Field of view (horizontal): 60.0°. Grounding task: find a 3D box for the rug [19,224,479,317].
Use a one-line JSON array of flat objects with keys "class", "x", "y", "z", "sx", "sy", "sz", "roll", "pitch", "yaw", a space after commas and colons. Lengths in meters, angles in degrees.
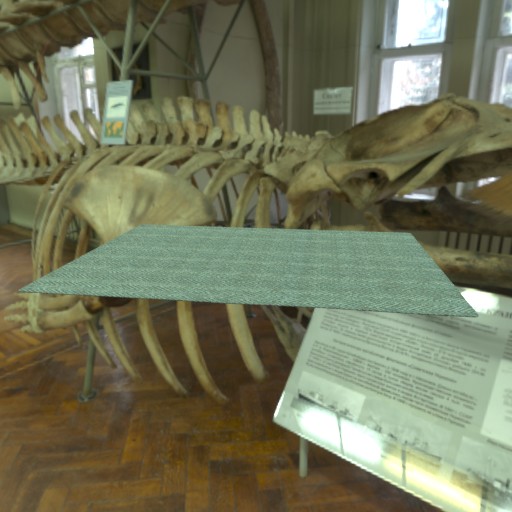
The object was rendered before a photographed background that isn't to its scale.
[{"class": "rug", "x": 0.000, "y": 0.000, "z": 5.106, "sx": 3.957, "sy": 0.011, "sz": 2.894, "roll": 2, "pitch": 16, "yaw": 8}]
